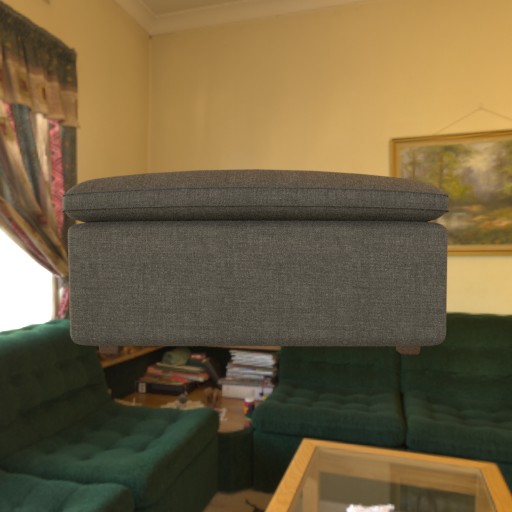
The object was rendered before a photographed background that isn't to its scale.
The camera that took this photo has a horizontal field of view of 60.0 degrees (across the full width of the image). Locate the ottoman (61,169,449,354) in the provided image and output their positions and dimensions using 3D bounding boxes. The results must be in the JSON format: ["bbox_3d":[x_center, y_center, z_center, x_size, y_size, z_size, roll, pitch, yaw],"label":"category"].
[{"bbox_3d":[0.000,0.000,1.690,1.067,0.559,1.067,0,0,0],"label":"ottoman"}]
